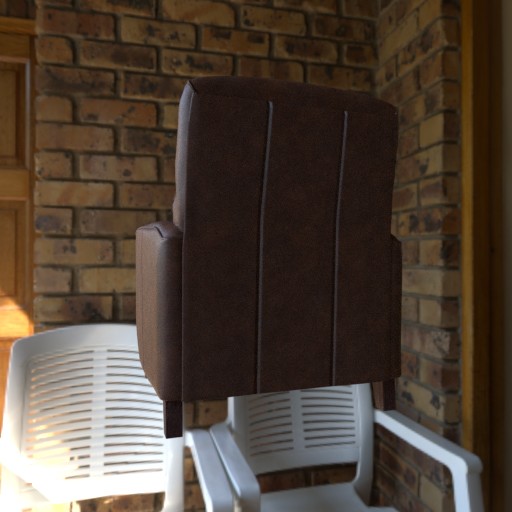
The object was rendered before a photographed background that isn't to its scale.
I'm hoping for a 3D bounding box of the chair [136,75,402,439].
[{"bbox_3d":[0.000,0.000,1.647,0.839,1.010,0.850,0,0,-19],"label":"chair"}]
